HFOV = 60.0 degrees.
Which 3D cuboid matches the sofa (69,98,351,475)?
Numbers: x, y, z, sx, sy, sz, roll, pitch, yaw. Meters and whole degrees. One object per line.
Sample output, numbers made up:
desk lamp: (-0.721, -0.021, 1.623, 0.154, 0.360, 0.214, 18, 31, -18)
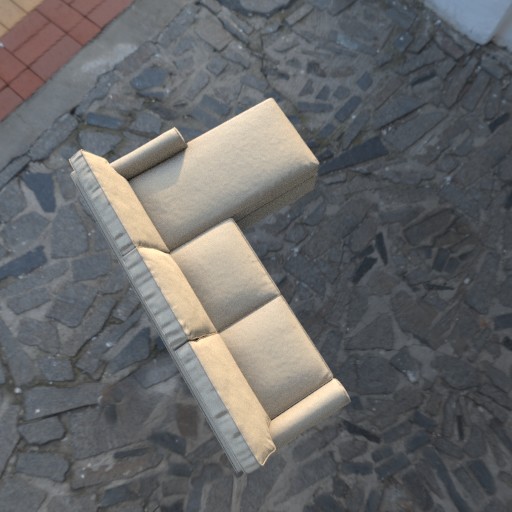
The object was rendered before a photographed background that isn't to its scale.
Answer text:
sofa: (0.000, 0.000, 3.366, 1.733, 0.978, 2.475, -31, 77, -8)
